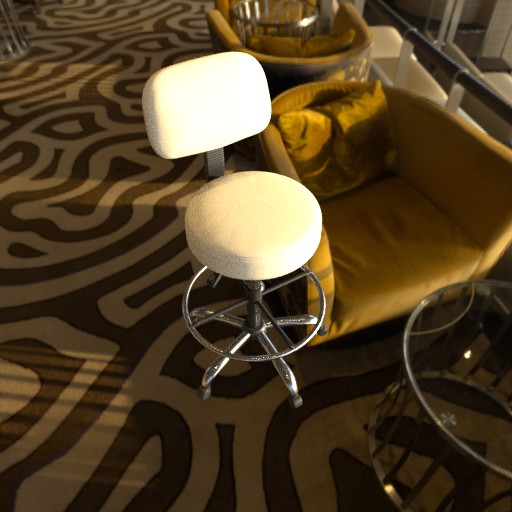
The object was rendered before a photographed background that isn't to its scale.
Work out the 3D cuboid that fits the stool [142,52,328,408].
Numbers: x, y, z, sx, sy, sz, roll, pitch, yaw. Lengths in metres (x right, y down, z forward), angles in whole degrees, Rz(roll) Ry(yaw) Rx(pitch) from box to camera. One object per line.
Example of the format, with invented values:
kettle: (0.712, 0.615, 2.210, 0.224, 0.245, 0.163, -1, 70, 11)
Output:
stool: (0.000, 0.000, 1.451, 0.609, 1.080, 0.616, -23, 50, -21)
